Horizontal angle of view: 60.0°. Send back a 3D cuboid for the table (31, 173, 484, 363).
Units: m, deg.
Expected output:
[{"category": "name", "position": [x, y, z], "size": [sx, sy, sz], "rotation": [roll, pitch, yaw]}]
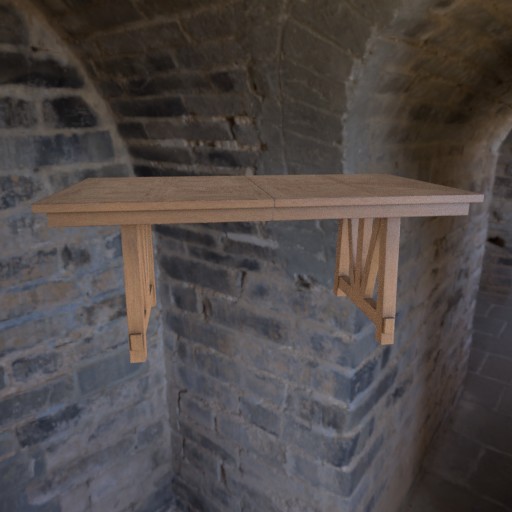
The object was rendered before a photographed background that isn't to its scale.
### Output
[{"category": "table", "position": [0.000, 0.000, 2.406], "size": [1.881, 0.768, 1.016], "rotation": [-2, 16, -8]}]
